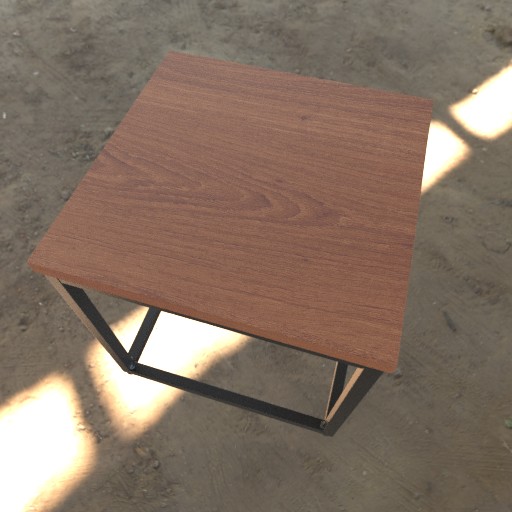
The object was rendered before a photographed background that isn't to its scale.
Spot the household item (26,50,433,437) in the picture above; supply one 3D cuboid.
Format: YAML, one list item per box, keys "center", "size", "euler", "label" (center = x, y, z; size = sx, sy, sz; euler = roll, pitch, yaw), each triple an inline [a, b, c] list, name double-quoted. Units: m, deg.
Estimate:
- center: [0.000, 0.000, 0.721]
  size: [0.400, 0.400, 0.400]
  euler: [14, 59, 9]
  label: "household item"
